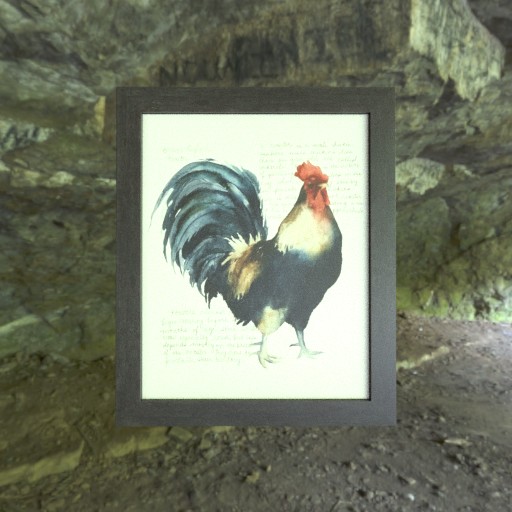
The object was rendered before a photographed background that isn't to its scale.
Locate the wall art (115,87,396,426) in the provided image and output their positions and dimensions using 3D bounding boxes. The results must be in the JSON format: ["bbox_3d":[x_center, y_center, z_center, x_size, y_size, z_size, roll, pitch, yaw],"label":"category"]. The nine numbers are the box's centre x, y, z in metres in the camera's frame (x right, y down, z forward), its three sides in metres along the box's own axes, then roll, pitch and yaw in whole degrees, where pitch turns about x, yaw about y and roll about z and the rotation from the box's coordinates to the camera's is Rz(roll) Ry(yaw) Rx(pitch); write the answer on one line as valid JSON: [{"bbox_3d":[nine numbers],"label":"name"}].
[{"bbox_3d":[0.000,0.000,0.772,0.479,0.580,0.027,0,-1,0],"label":"wall art"}]
